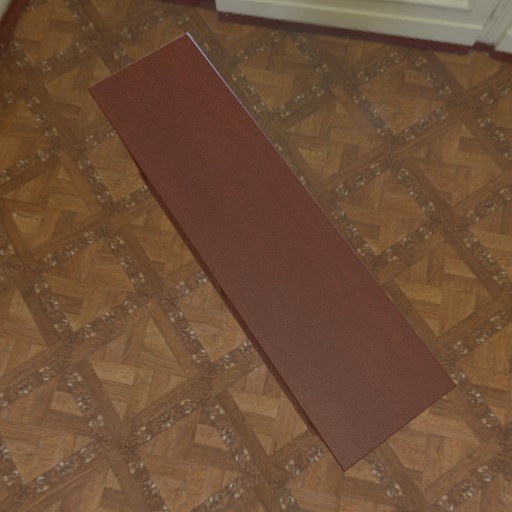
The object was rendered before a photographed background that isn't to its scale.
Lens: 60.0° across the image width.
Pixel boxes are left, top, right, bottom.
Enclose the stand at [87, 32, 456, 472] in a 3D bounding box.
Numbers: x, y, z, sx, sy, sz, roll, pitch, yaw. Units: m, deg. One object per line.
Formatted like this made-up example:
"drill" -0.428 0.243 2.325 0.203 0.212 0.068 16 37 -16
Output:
"stand" 0.000 0.000 1.679 0.381 0.762 1.372 -33 78 -8
